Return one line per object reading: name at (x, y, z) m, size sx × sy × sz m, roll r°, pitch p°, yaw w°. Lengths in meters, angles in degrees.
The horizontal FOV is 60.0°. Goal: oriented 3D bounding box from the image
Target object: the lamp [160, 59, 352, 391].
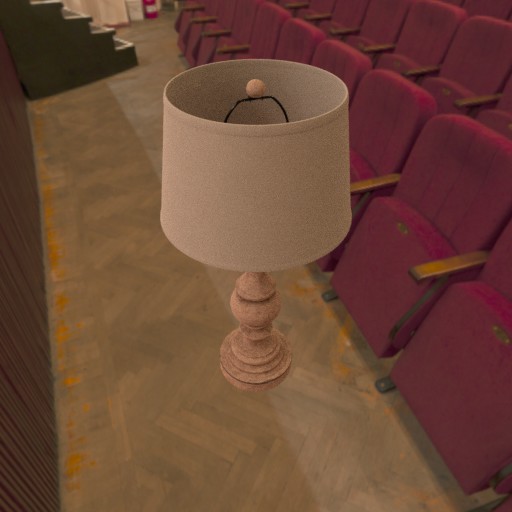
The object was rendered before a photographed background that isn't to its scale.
lamp at (0.000, 0.000, 0.870) m, size 0.340 × 0.678 × 0.340 m, roll 0°, pitch 40°, yaw 0°
